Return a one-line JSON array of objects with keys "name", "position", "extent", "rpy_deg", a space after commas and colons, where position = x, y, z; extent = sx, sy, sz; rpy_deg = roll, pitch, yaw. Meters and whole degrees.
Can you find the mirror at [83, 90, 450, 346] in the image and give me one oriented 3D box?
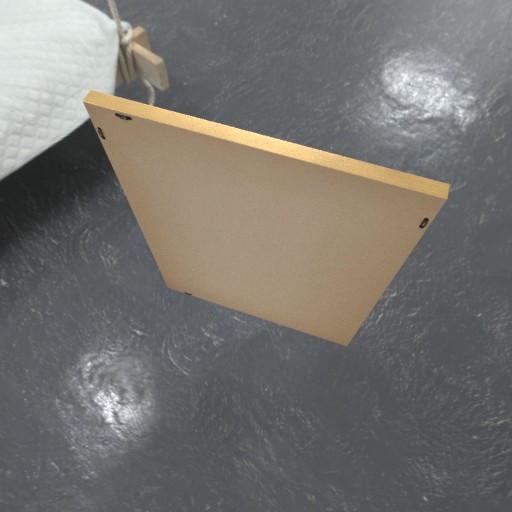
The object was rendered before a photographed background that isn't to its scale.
[{"name": "mirror", "position": [0.000, 0.000, 1.338], "extent": [0.762, 1.016, 0.041], "rpy_deg": [17, 64, 8]}]
